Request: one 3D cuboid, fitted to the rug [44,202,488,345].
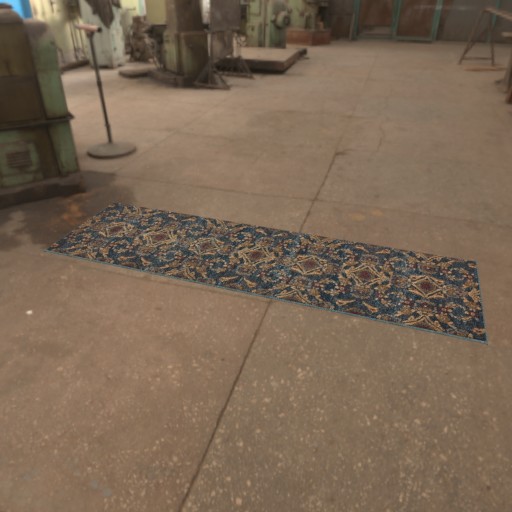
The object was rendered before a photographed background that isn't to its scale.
[{"bbox_3d":[0.000,0.000,2.444,2.292,0.014,0.685,10,33,16],"label":"rug"}]
